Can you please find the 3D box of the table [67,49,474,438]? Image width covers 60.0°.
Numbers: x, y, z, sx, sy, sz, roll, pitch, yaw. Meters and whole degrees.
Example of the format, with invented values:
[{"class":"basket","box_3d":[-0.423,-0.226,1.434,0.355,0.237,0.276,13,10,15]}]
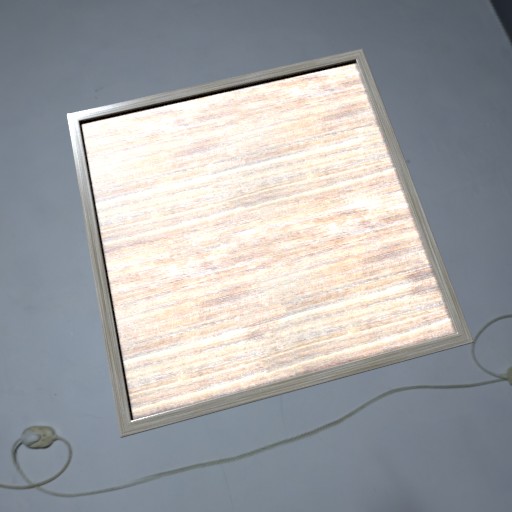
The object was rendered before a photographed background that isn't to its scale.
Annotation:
[{"class":"table","box_3d":[0.000,0.000,1.055,0.609,0.507,0.611,-14,75,-4]}]
